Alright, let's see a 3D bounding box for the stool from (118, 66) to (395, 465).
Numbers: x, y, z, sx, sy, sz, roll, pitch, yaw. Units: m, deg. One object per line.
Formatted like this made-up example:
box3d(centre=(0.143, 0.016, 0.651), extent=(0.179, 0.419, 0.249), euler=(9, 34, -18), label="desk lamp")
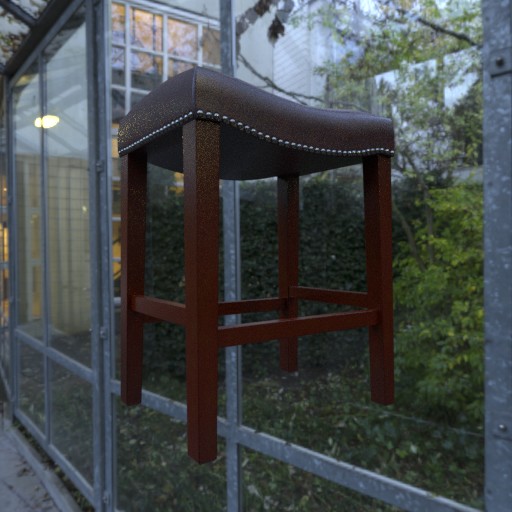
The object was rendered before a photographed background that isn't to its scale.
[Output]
box3d(centre=(0.000, 0.000, 0.984), extent=(0.504, 0.657, 0.372), euler=(0, 1, -36), label="stool")
